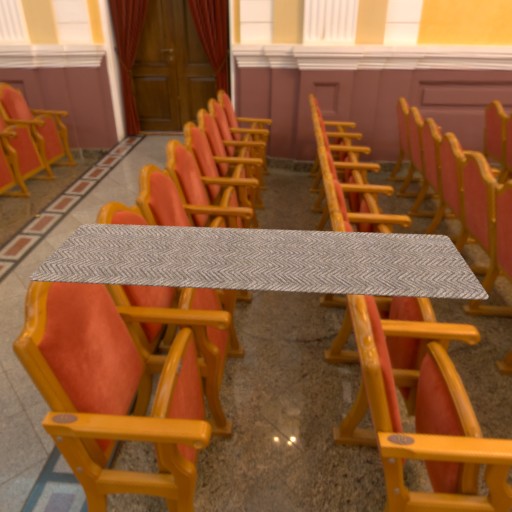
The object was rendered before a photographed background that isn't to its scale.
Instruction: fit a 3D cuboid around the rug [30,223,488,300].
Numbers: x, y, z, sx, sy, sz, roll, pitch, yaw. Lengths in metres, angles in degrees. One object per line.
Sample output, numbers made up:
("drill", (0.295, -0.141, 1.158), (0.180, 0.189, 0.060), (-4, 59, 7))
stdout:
("rug", (0.000, 0.000, 2.479), (2.286, 0.008, 0.686), (2, 29, 4))
